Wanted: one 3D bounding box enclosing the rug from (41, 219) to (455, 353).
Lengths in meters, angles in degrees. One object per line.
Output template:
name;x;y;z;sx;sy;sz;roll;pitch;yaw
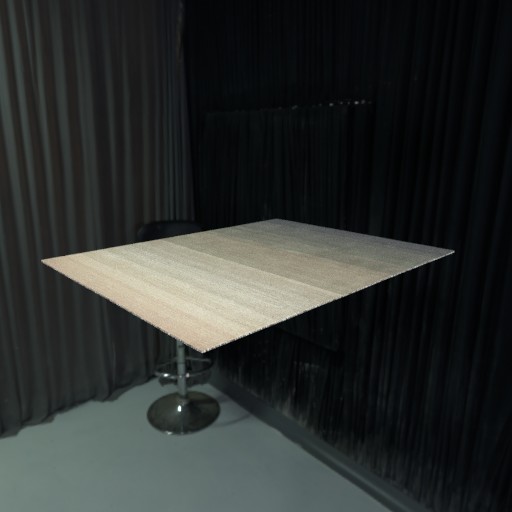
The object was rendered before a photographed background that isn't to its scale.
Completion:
rug;0.000;0.000;3.980;2.932;0.015;2.315;-14;20;-42
